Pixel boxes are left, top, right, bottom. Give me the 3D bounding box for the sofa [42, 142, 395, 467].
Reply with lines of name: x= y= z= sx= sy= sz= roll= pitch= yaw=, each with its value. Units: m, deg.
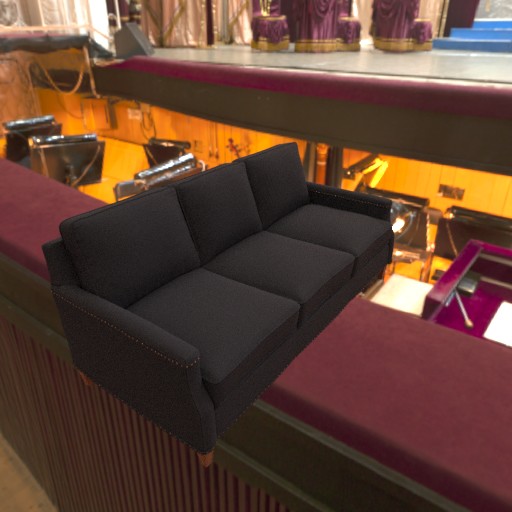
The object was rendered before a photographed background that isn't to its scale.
sofa: x=0.000 y=0.000 z=2.837 sx=1.084 sy=1.003 sz=2.246 roll=19 pitch=33 yaw=31
